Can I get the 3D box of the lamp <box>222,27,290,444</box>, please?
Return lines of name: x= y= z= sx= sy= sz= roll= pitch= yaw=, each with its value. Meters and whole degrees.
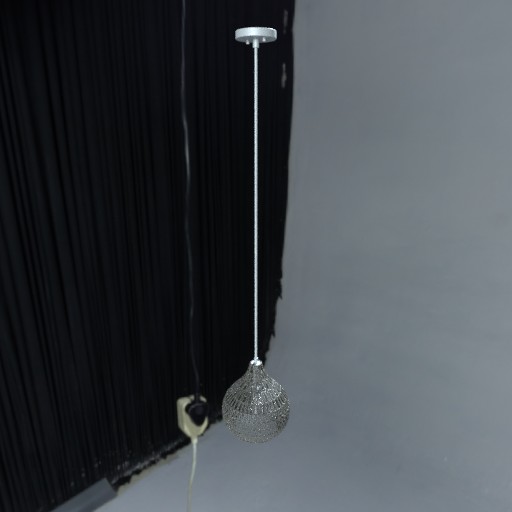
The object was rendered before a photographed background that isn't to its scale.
lamp: x=0.000 y=0.000 z=2.091 sx=0.355 sy=1.919 sz=0.355 roll=15 pitch=22 yaw=41
